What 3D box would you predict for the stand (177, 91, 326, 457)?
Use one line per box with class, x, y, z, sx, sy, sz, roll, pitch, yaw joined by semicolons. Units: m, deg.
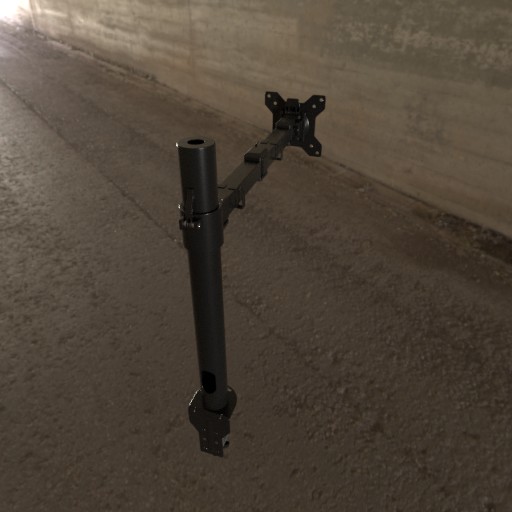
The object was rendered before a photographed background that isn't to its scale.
stand;0.000;0.000;0.742;0.115;0.510;0.456;10;34;15
